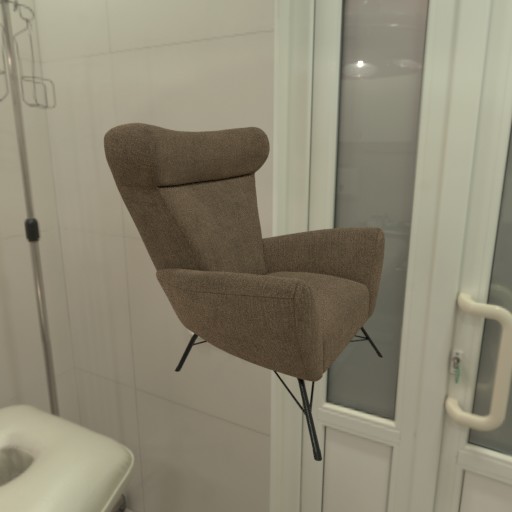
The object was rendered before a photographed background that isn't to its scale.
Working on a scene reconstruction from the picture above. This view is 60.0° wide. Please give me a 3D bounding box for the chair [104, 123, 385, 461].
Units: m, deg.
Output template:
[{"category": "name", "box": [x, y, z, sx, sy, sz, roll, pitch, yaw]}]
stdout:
[{"category": "chair", "box": [0.000, 0.000, 1.801, 0.900, 1.040, 0.980, 8, 16, 28]}]
